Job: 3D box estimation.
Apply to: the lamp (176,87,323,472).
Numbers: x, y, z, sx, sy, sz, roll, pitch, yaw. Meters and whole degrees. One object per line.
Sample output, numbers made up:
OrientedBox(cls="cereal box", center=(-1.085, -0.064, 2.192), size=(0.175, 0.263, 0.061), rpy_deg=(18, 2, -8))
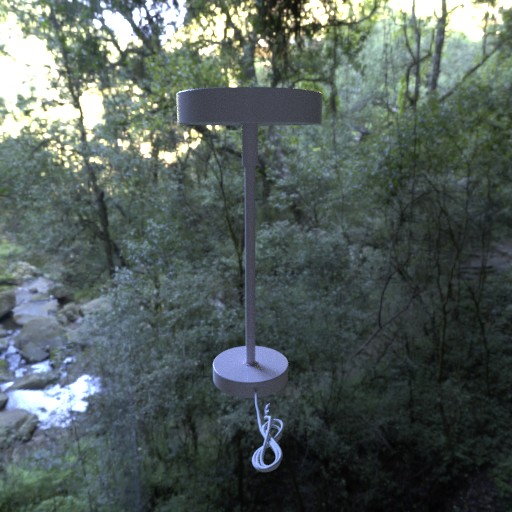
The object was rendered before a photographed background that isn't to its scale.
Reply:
OrientedBox(cls="lamp", center=(0.000, 0.000, 0.697), size=(0.229, 0.508, 0.369), rpy_deg=(-2, 15, -8))
